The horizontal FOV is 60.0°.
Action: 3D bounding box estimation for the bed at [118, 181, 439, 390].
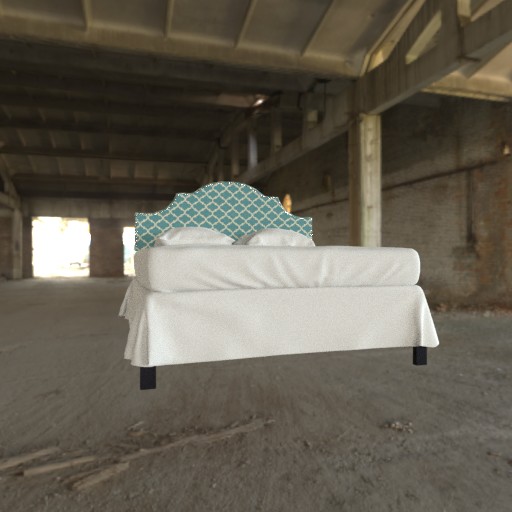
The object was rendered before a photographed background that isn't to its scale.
[{"bbox_3d":[0.000,0.000,3.911,2.314,1.601,2.222,0,0,-17],"label":"bed"}]
